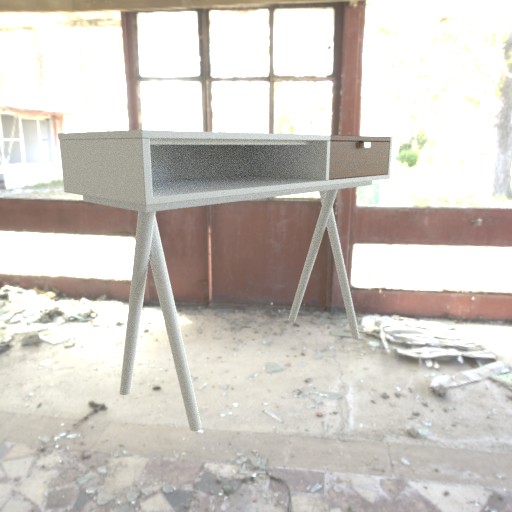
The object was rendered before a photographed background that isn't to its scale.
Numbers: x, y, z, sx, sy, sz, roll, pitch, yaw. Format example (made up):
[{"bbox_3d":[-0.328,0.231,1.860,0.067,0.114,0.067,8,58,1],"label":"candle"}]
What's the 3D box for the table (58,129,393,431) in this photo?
[{"bbox_3d":[0.000,0.000,1.488,0.418,0.785,1.066,13,19,42],"label":"table"}]
